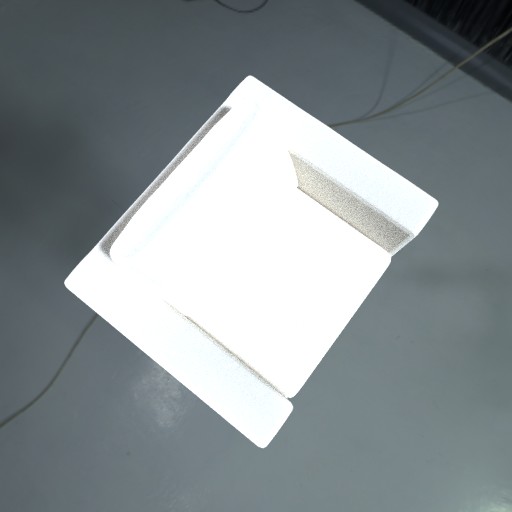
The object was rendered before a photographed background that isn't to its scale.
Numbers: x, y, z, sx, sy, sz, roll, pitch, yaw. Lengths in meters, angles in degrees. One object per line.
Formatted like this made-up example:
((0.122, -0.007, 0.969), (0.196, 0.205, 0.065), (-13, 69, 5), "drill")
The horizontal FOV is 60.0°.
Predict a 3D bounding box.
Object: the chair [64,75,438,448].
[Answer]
((0.000, 0.000, 1.849), (0.957, 0.878, 1.150), (37, 79, 9), "chair")
